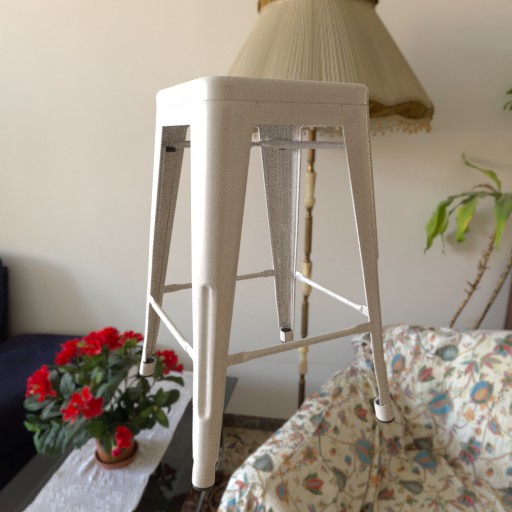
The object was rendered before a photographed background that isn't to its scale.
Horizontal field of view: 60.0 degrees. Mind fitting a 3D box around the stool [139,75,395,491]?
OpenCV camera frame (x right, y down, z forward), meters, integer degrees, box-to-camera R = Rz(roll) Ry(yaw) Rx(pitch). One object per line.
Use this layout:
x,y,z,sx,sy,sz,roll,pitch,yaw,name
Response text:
0.000,0.000,0.856,0.406,0.610,0.406,-8,17,-26,stool
